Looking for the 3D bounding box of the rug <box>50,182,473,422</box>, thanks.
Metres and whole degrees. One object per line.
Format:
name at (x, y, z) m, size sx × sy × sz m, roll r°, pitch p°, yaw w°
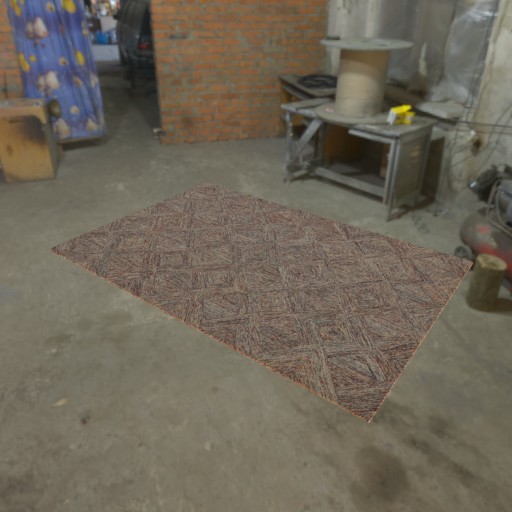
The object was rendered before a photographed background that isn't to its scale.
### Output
rug at (0.000, 0.000, 2.870) m, size 2.285 × 0.019 × 1.523 m, roll 21°, pitch 36°, yaw 31°
